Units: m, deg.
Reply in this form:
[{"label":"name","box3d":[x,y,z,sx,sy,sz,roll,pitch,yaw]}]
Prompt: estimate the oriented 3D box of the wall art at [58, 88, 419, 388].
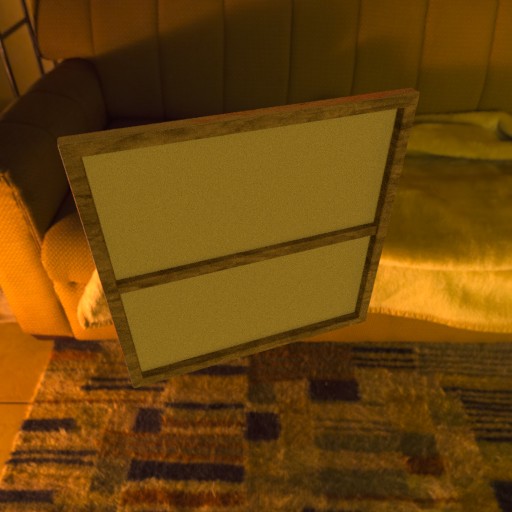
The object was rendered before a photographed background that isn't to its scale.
[{"label":"wall art","box3d":[0.000,0.000,1.121,0.747,0.747,0.035,-13,42,-15]}]
